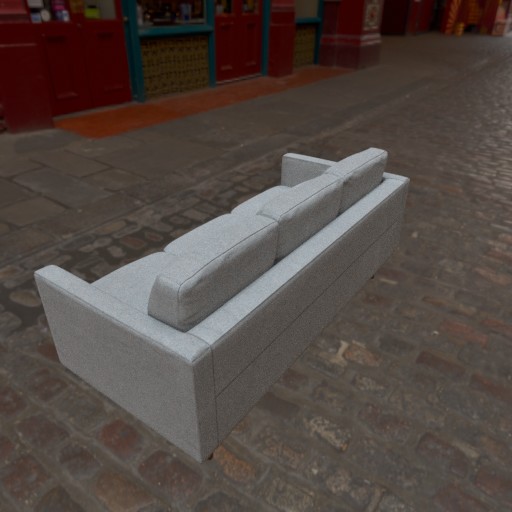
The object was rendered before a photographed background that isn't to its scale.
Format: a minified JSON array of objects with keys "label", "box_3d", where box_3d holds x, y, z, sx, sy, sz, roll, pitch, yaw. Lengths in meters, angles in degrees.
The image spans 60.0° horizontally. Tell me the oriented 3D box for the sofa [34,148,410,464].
[{"label":"sofa","box_3d":[0.000,0.000,2.427,0.944,0.918,1.983,20,36,30]}]
